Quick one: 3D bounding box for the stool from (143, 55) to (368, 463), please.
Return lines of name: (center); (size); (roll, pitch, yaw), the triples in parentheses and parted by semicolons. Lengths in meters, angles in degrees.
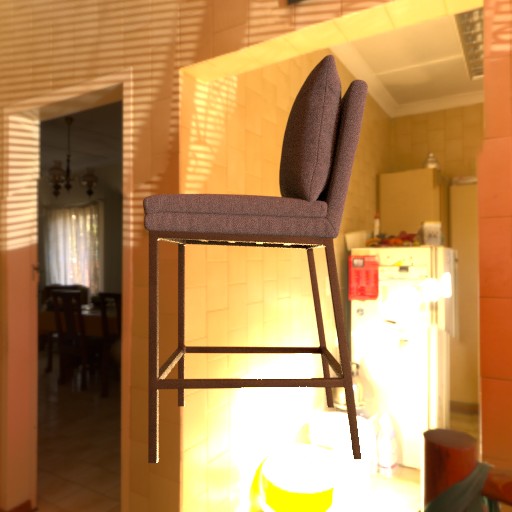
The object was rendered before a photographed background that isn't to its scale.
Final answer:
stool: (0.000, 0.000, 1.327); (0.569, 1.031, 0.463); (0, 0, 0)
